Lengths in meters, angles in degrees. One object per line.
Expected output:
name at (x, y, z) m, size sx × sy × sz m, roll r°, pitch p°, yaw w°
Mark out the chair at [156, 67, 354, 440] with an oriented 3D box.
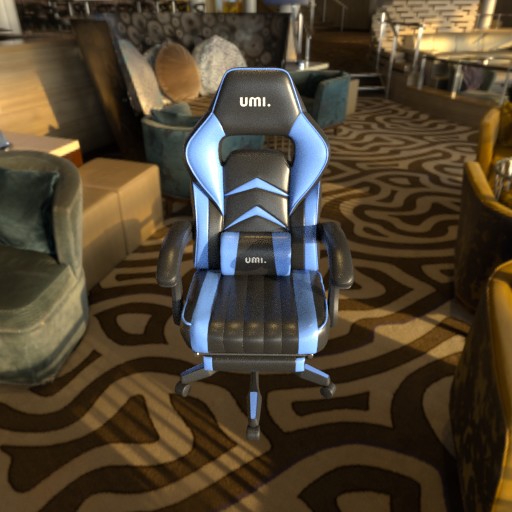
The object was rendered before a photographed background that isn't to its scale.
chair at (0.000, 0.000, 1.706) m, size 0.700 × 1.280 × 0.700 m, roll 1°, pitch 30°, yaw 1°
